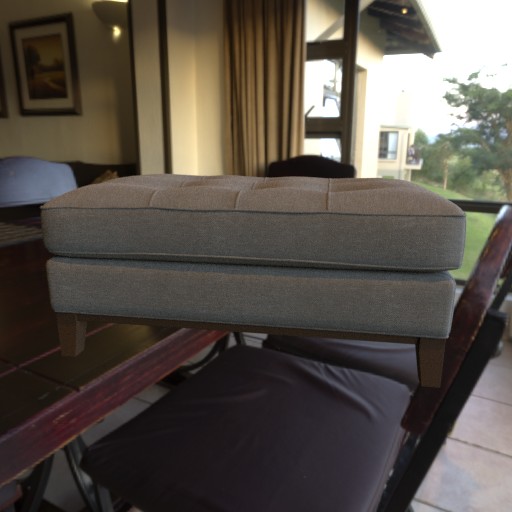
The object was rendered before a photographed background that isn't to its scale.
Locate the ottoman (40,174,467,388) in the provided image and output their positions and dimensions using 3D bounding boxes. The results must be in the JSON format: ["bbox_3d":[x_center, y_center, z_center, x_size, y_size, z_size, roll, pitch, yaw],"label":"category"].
[{"bbox_3d":[0.000,0.000,1.473,1.143,0.514,0.648,2,15,9],"label":"ottoman"}]
